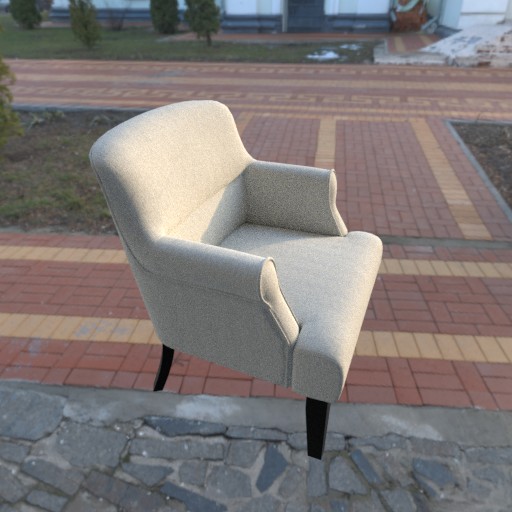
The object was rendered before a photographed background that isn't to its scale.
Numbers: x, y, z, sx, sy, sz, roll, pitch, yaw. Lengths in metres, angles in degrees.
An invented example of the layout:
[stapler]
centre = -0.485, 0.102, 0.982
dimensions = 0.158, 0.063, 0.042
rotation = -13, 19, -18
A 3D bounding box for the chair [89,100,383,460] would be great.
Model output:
[chair]
centre = 0.000, 0.000, 1.461
dimensions = 0.750, 0.875, 0.781
rotation = 11, 32, 19
